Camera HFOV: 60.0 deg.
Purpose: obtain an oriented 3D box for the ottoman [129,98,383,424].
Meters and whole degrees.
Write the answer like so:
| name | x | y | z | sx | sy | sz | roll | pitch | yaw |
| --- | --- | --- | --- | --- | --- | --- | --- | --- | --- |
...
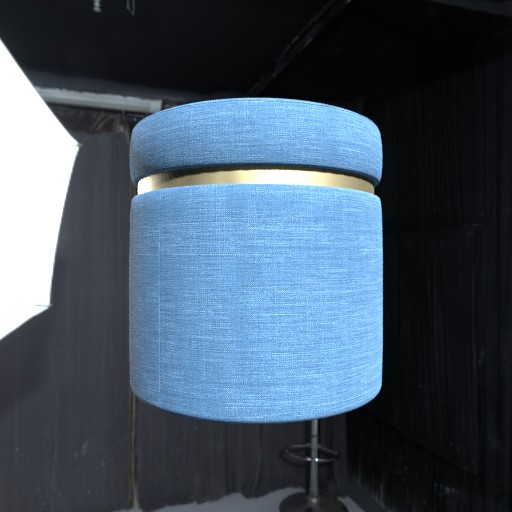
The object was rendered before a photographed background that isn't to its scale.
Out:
| name | x | y | z | sx | sy | sz | roll | pitch | yaw |
| --- | --- | --- | --- | --- | --- | --- | --- | --- | --- |
| ottoman | 0.000 | 0.000 | 0.724 | 0.398 | 0.406 | 0.398 | 0 | 0 | 0 |
